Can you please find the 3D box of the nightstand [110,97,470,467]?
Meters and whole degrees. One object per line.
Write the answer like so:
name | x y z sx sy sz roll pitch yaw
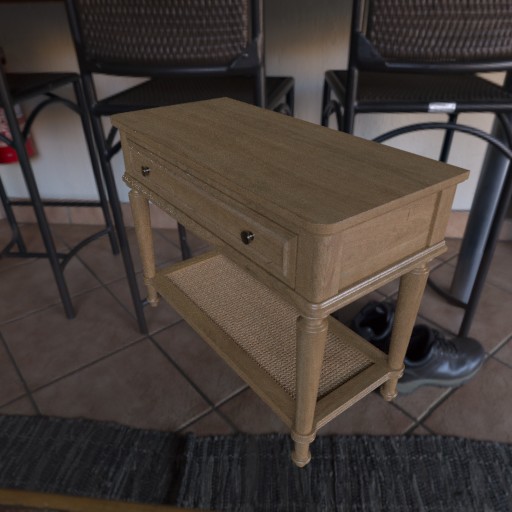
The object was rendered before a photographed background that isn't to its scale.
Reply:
nightstand | 0.000 0.000 1.308 0.432 0.700 0.914 -21 37 -31
